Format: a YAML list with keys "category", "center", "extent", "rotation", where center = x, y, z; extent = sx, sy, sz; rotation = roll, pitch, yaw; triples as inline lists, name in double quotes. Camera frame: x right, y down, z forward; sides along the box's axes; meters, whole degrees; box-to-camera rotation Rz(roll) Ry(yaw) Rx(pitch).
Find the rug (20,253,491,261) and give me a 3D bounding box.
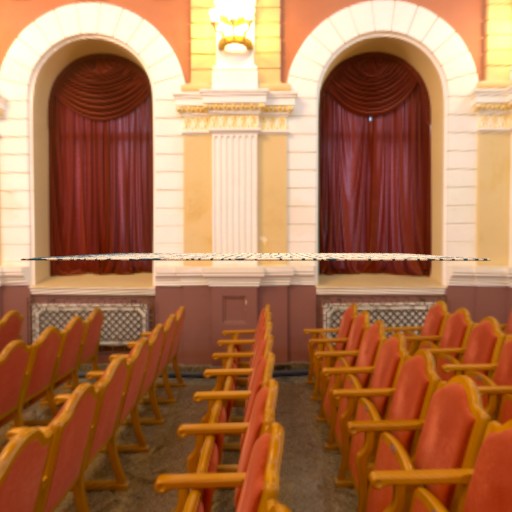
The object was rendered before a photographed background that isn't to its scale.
- category: "rug"
  center: [0.000, 0.000, 3.048]
  extent: [2.435, 0.011, 1.517]
  rotation: [0, 1, 1]
